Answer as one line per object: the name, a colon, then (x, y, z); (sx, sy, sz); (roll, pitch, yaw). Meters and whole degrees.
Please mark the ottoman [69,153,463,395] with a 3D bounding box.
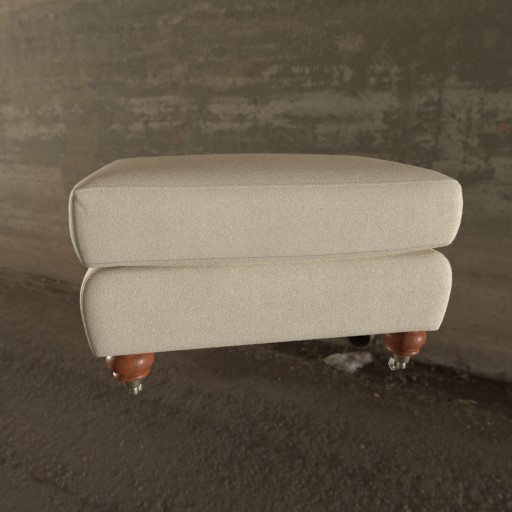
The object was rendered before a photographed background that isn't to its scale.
ottoman: (0.000, 0.000, 1.121); (0.773, 0.499, 0.569); (-3, 16, -10)
